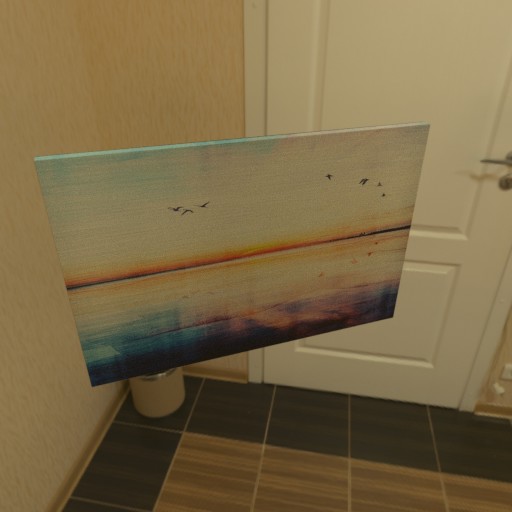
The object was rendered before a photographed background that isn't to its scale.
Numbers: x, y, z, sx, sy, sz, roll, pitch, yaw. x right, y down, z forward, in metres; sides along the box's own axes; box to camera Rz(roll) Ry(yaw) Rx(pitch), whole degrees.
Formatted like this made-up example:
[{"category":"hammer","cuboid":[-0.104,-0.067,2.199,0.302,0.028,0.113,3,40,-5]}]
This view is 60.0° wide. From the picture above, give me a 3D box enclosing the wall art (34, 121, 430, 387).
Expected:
[{"category":"wall art","cuboid":[0.000,0.000,0.756,0.604,0.402,0.018,-10,31,-16]}]
